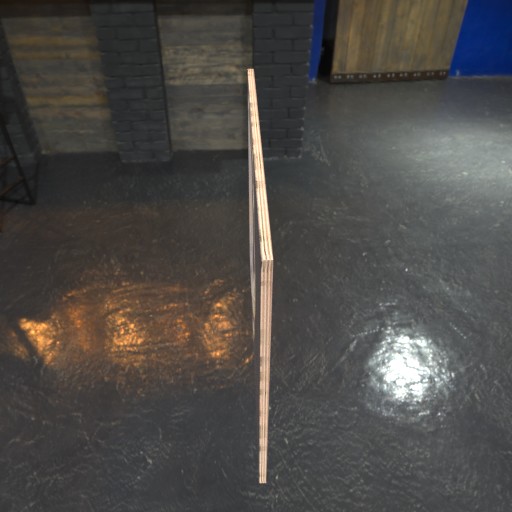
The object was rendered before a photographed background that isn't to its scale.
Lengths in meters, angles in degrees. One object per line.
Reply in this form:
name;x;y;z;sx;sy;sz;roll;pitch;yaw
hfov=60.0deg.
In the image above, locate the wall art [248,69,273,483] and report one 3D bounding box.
wall art;0.000;0.000;0.688;0.010;0.408;0.508;-1;39;-2
